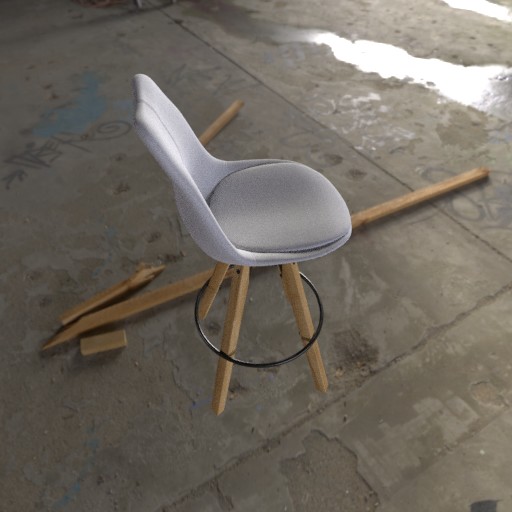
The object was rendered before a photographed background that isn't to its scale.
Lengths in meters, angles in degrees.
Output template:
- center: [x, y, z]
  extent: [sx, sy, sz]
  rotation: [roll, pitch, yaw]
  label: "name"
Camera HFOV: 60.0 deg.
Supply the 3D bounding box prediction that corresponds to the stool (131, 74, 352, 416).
- center: [0.000, 0.000, 1.399]
  extent: [0.550, 1.115, 0.484]
  rotation: [-9, 47, -8]
  label: "stool"
